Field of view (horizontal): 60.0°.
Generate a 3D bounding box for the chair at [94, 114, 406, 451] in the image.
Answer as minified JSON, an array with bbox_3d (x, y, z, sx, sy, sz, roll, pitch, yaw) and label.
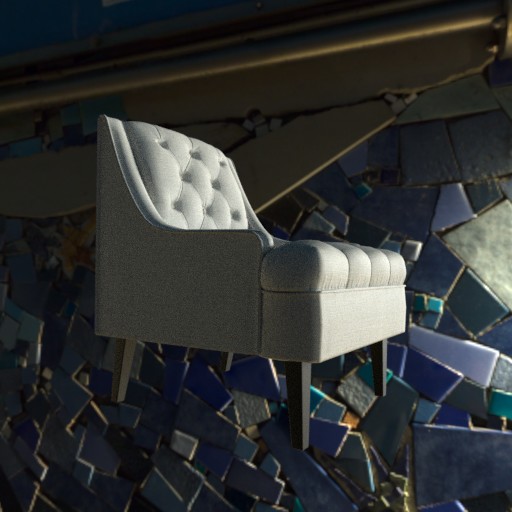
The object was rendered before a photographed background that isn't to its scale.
[{"bbox_3d":[0.000,0.000,1.397,0.772,0.891,0.658,-2,-3,35],"label":"chair"}]
